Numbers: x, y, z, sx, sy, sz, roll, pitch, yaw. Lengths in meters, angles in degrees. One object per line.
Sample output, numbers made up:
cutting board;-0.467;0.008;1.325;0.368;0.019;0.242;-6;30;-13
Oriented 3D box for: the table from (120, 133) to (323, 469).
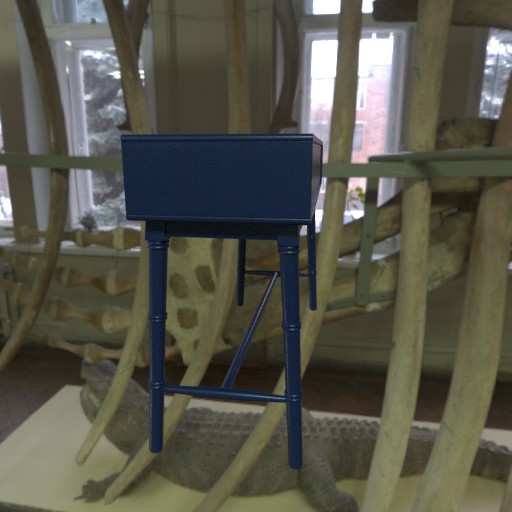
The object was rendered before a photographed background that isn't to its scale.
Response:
table;0.000;0.000;1.474;0.399;0.749;1.118;2;14;9
